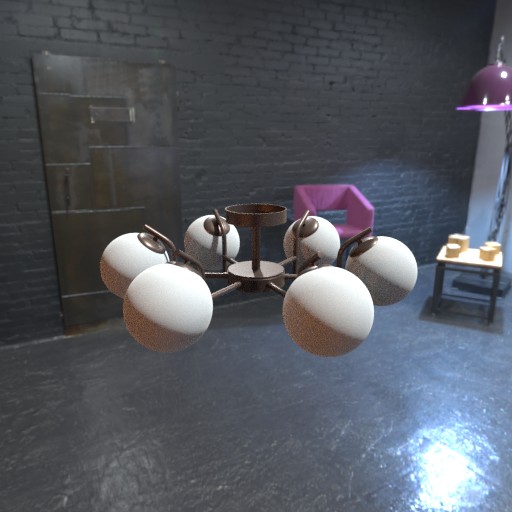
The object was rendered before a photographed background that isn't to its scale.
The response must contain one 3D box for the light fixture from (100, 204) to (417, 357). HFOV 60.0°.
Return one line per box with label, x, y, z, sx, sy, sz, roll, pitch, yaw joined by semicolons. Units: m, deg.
light fixture;0.000;0.000;0.929;0.662;0.201;0.662;0;15;0
